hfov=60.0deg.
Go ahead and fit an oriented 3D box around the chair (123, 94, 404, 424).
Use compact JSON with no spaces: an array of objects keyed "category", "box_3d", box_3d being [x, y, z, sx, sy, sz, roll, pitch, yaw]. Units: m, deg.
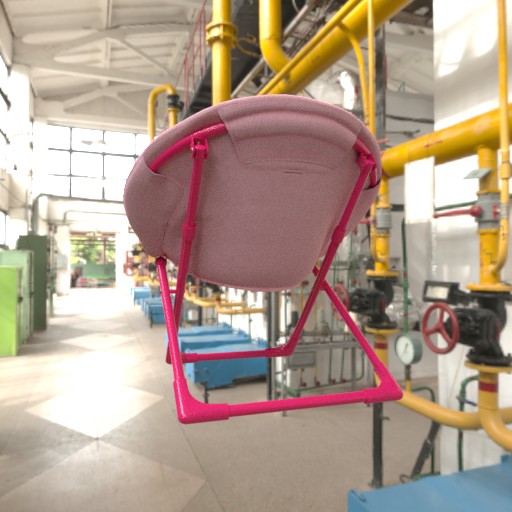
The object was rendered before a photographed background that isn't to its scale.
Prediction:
[{"category":"chair","box_3d":[0.000,0.000,0.903,0.522,0.494,0.459,0,-1,-19]}]
